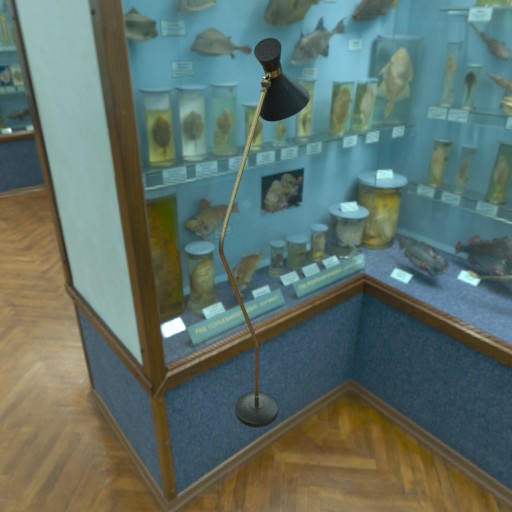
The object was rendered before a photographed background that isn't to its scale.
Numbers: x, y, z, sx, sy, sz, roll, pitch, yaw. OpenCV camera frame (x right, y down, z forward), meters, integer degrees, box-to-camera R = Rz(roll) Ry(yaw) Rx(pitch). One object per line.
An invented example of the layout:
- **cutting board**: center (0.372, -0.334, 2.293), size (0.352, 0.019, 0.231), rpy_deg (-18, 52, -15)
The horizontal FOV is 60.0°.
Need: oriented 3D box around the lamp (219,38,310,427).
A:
- **lamp**: center (0.000, 0.000, 1.630), size (0.467, 1.438, 0.277), rpy_deg (-19, 32, -32)
